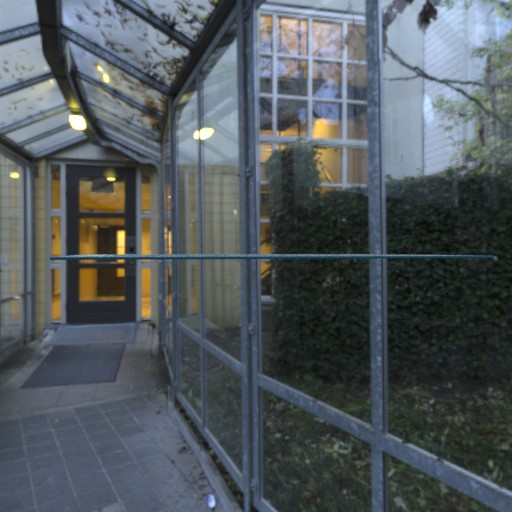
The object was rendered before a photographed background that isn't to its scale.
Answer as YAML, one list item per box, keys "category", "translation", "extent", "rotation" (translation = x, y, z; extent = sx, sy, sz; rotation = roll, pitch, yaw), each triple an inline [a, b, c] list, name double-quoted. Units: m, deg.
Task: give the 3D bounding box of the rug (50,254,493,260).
- category: "rug"
  translation: [0.000, 0.000, 2.852]
  extent: [2.213, 0.013, 1.594]
  rotation: [0, 1, -17]
